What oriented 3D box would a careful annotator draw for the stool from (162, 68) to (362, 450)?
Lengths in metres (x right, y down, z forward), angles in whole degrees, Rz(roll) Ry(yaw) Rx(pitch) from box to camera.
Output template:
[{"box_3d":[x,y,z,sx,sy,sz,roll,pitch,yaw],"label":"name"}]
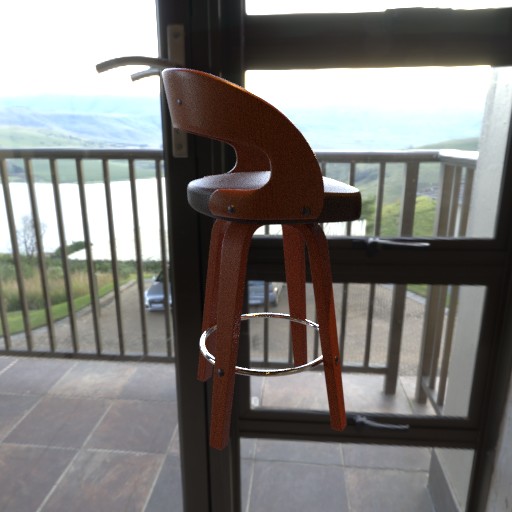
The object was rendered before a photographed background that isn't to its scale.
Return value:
[{"box_3d":[0.000,0.000,1.224,0.457,0.940,0.457,-4,16,-12],"label":"stool"}]
